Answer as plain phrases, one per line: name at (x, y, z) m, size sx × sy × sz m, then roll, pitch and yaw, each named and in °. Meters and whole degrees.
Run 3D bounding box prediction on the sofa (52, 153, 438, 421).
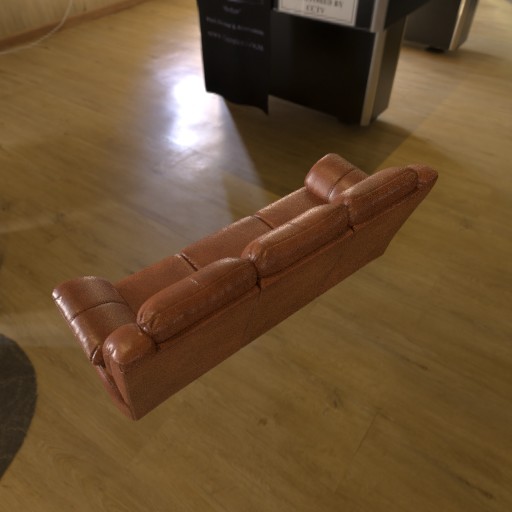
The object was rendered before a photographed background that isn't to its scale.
sofa at (0.000, 0.000, 2.874) m, size 2.337 × 1.043 × 0.991 m, roll -30°, pitch 52°, yaw -26°
